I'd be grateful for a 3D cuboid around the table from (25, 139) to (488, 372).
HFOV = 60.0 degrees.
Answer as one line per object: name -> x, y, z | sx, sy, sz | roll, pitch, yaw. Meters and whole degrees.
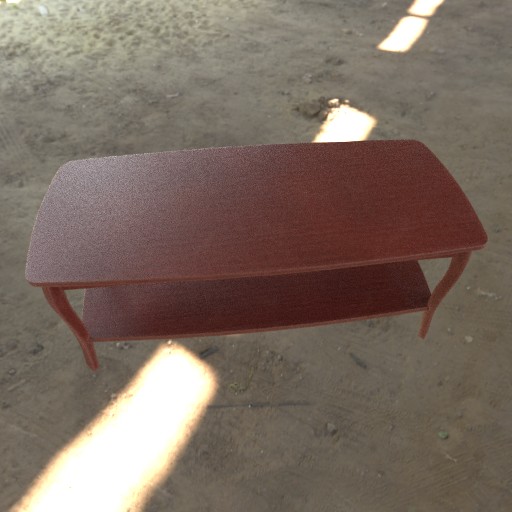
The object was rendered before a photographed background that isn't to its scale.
table -> 0.000, 0.000, 1.443 | 1.216, 0.473, 0.561 | -5, 46, -4
